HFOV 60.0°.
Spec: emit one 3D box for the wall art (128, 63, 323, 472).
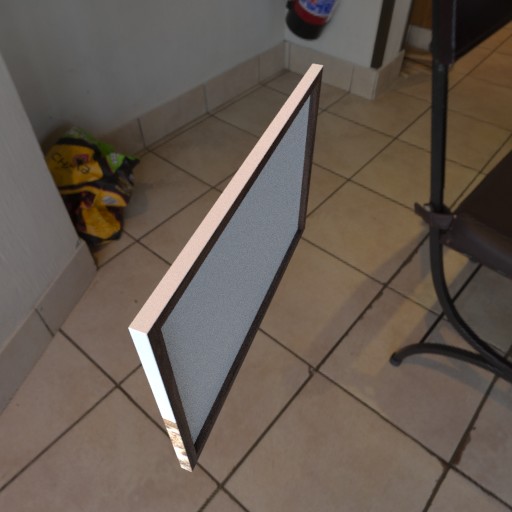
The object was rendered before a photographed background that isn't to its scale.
[{"bbox_3d":[0.000,0.000,1.895,0.051,1.016,1.520,16,49,14],"label":"wall art"}]
